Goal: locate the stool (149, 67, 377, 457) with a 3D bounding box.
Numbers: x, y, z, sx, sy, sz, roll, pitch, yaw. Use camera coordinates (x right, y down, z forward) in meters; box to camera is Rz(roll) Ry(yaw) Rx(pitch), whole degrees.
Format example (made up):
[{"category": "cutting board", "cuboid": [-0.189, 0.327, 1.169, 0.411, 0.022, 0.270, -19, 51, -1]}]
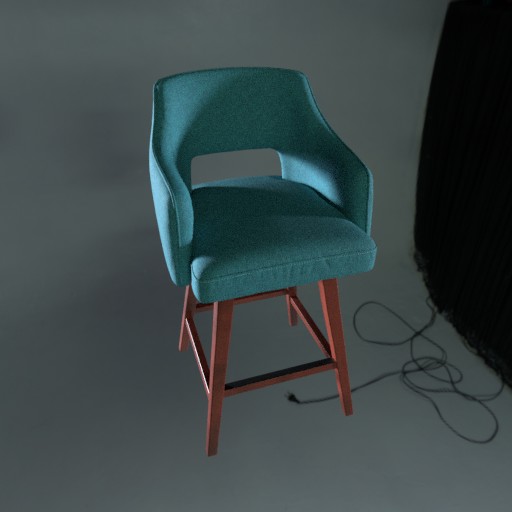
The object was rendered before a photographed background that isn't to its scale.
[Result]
[{"category": "stool", "cuboid": [0.000, 0.000, 1.311, 0.548, 0.961, 0.556, -10, 33, -16]}]
